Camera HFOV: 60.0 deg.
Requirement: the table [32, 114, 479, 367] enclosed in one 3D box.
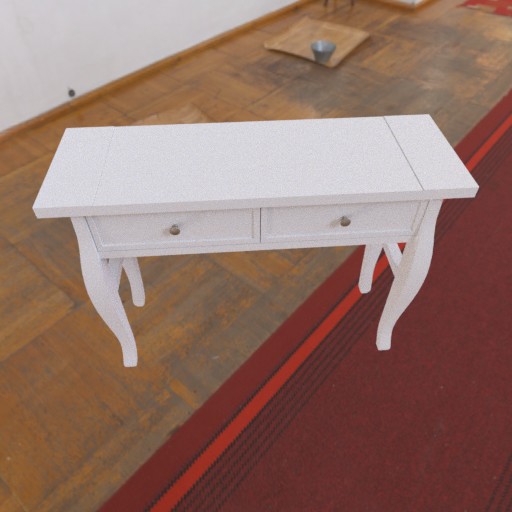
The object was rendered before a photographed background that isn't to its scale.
[{"bbox_3d":[0.000,0.000,1.449,1.062,0.768,0.373,-3,46,-3],"label":"table"}]
